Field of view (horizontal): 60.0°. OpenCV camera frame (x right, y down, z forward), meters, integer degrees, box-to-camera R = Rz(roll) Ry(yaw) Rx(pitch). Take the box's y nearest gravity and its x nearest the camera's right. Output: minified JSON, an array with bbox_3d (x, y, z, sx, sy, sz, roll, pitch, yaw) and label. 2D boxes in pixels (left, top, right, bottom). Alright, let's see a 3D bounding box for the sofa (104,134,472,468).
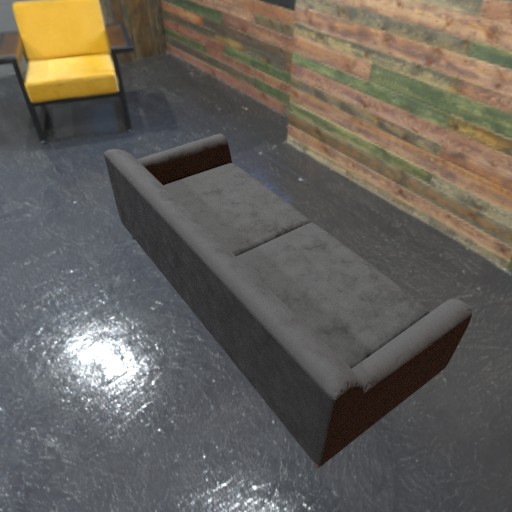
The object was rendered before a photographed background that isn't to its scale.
[{"bbox_3d":[0.000,0.000,2.627,0.900,0.740,2.190,-25,47,-26],"label":"sofa"}]
